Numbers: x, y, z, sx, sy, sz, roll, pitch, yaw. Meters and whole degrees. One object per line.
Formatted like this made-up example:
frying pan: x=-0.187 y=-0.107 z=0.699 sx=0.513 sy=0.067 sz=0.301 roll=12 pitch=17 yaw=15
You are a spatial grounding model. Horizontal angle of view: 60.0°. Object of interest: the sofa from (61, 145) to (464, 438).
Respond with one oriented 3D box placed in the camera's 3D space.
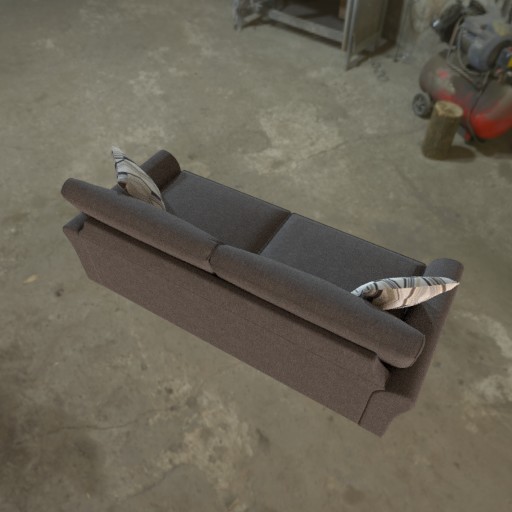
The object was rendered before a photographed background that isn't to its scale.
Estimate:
sofa: x=0.000 y=0.000 z=2.464 sx=2.032 sy=0.813 sz=0.889 roll=24 pitch=52 yaw=20
